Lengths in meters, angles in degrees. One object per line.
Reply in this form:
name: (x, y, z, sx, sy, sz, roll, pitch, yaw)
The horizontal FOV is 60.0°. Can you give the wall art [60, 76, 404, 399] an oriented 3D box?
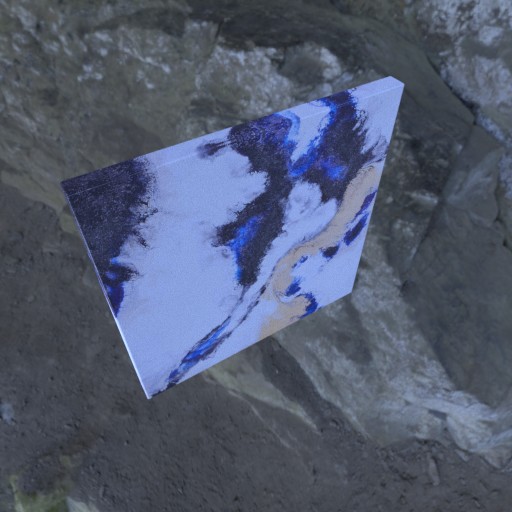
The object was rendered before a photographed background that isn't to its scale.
wall art: (0.000, 0.000, 0.926, 0.609, 0.609, 0.039, -24, 52, -21)
